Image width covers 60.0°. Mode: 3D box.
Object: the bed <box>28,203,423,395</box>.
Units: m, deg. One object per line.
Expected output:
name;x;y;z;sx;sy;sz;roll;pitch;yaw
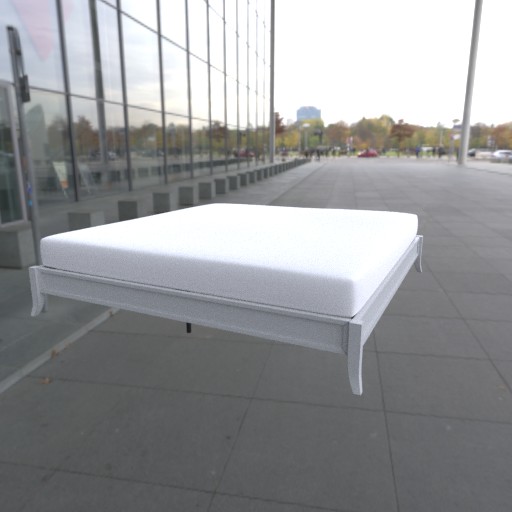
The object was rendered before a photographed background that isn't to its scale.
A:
bed;0.000;0.000;3.110;2.007;0.510;2.108;7;15;26
